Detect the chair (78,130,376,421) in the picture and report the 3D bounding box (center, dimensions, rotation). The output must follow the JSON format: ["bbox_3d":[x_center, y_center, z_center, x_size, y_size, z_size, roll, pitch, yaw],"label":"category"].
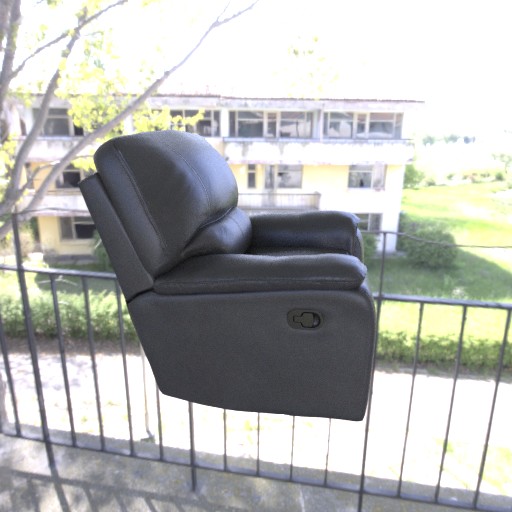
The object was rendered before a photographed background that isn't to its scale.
[{"bbox_3d":[0.000,0.000,2.027,1.087,1.109,1.096,3,16,10],"label":"chair"}]
